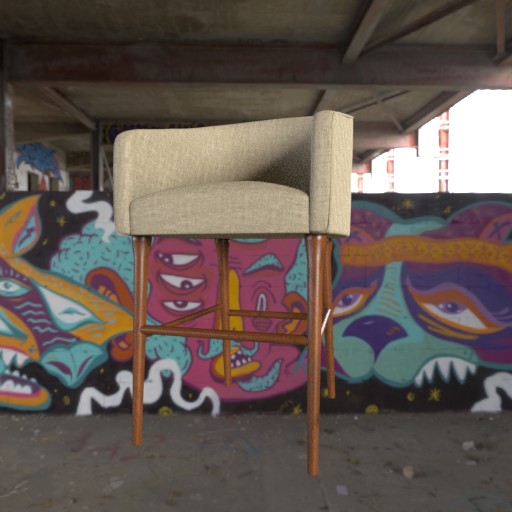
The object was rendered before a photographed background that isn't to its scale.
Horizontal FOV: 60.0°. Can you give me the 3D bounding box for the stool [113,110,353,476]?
[{"bbox_3d":[0.000,0.000,1.309,0.559,0.952,0.635,0,1,19],"label":"stool"}]
